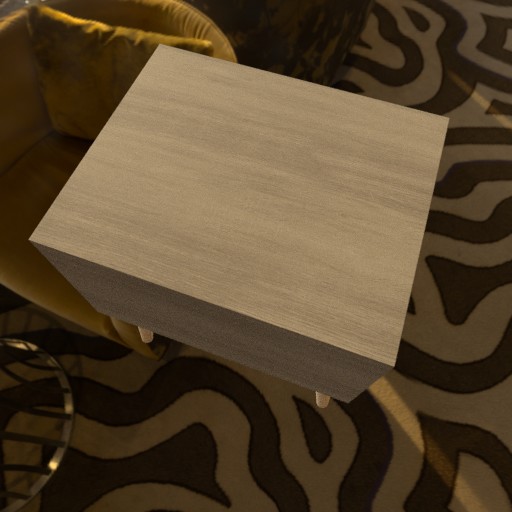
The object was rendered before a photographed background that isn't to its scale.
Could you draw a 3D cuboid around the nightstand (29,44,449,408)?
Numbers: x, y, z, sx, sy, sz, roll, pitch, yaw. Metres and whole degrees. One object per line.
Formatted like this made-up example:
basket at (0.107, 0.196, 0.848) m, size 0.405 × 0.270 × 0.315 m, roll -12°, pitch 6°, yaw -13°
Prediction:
nightstand at (0.000, 0.000, 0.808) m, size 0.450 × 0.500 × 0.380 m, roll 18°, pitch 65°, yaw 9°
